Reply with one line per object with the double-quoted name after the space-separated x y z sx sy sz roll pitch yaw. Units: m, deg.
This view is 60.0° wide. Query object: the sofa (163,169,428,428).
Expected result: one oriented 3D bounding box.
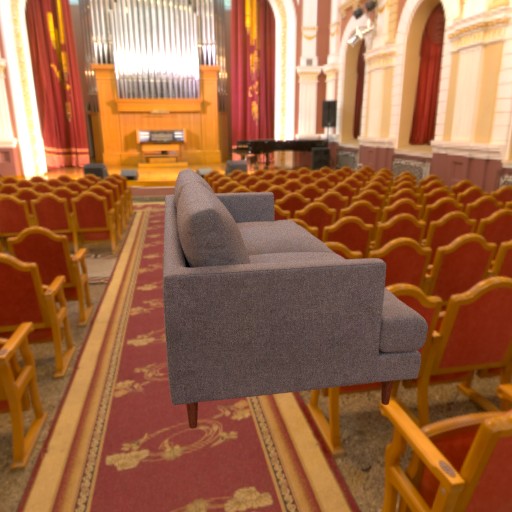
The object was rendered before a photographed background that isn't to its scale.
0.000 0.000 2.555 1.020 0.868 1.948 -3 16 -10 "sofa"
